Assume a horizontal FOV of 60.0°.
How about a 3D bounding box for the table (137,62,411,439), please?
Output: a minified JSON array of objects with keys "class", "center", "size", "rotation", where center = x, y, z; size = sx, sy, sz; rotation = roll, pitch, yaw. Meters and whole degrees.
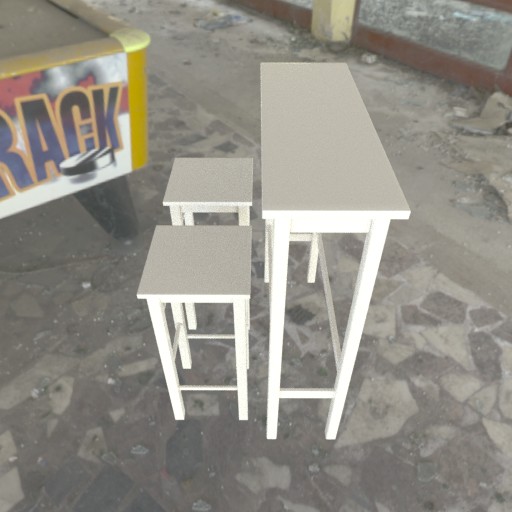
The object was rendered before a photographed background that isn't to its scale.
[{"class":"table","center":[0.000,0.000,1.619],"size":[0.650,1.065,0.915],"rotation":[0,42,0]}]
